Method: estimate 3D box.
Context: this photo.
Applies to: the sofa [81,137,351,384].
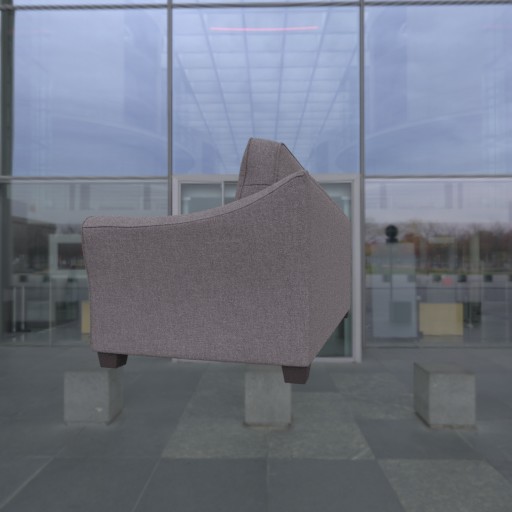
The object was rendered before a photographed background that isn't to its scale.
[{"bbox_3d":[0.000,0.000,2.756,1.013,0.976,2.203,0,0,16],"label":"sofa"}]
